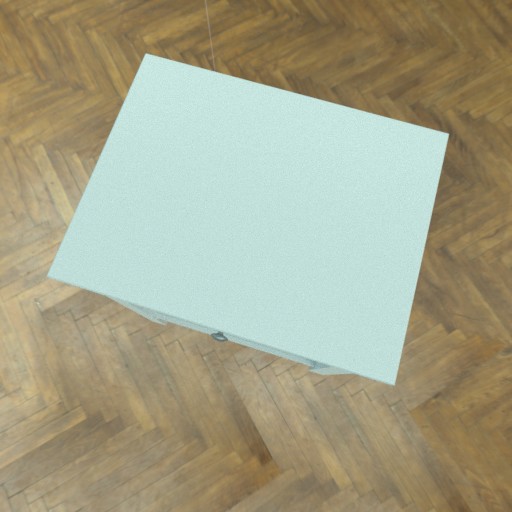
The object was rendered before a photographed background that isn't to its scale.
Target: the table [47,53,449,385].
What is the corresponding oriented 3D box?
[{"bbox_3d":[0.000,0.000,1.043,0.564,0.646,0.451,17,75,4],"label":"table"}]
